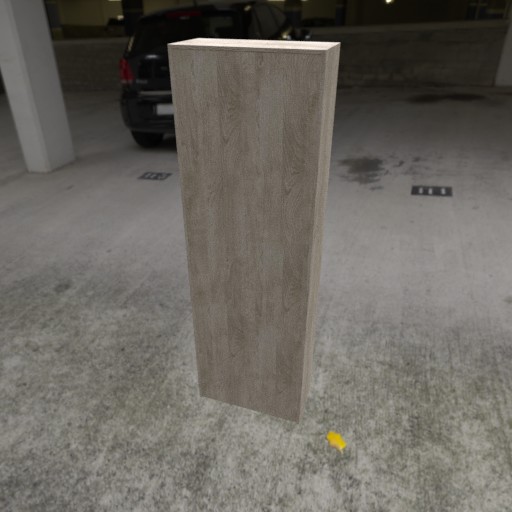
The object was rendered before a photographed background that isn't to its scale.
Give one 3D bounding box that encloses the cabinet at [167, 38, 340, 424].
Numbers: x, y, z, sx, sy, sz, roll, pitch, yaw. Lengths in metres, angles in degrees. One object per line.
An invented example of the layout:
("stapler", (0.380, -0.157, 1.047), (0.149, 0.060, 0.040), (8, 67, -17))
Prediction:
("cabinet", (0.000, 0.000, 1.875), (0.520, 1.630, 0.250), (10, 32, 16))
